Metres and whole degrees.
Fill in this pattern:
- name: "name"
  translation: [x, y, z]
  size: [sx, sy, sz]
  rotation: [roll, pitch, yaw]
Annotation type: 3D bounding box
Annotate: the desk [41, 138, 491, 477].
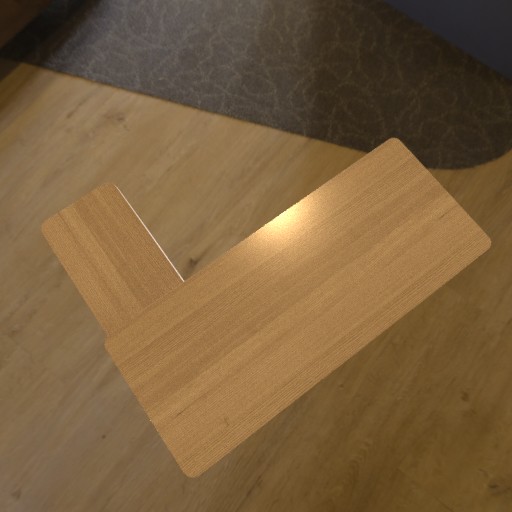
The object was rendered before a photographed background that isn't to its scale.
- name: "desk"
  translation: [0.000, 0.000, 2.075]
  size: [1.400, 0.770, 1.175]
  rotation: [-35, 77, -9]
